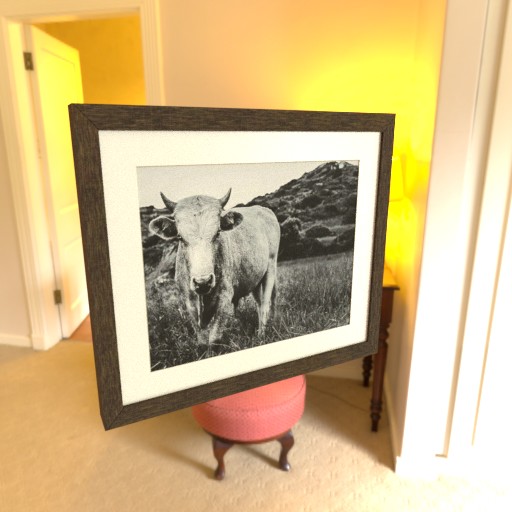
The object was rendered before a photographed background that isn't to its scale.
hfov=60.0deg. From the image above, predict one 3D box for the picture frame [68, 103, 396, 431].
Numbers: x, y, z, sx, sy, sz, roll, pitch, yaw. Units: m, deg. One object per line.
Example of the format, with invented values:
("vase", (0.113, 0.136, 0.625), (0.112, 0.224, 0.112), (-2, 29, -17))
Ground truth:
("picture frame", (0.000, 0.000, 0.526), (0.378, 0.330, 0.033), (-8, 17, -27))
